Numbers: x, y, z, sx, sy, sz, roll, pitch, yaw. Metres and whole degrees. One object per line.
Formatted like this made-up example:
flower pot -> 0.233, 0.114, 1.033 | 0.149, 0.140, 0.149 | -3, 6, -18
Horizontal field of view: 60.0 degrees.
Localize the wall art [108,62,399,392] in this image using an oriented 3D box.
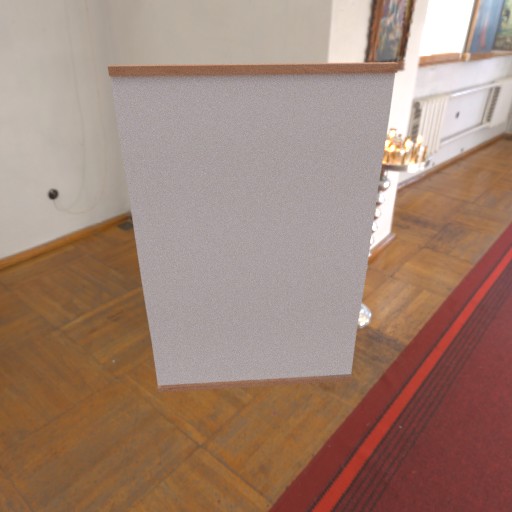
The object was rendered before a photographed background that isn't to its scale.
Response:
wall art -> 0.000, 0.000, 0.636 | 0.332, 0.508, 0.012 | -2, 30, -4
